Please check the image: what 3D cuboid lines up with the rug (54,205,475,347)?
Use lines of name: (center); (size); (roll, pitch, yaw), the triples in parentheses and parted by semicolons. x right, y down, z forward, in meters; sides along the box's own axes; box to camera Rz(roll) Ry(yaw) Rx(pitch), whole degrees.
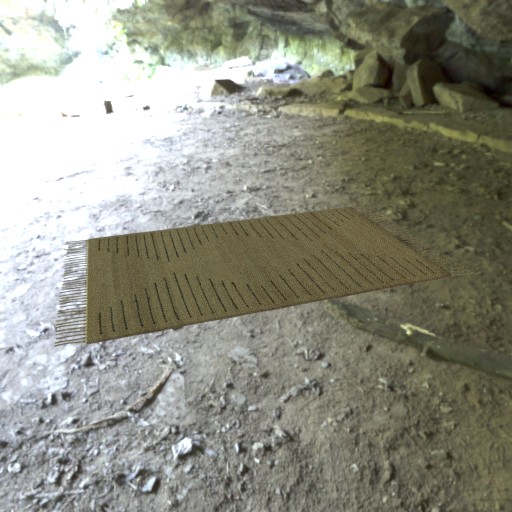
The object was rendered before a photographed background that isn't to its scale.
rug: (0.000, 0.000, 2.068); (1.718, 0.017, 0.905); (-8, 28, -16)
